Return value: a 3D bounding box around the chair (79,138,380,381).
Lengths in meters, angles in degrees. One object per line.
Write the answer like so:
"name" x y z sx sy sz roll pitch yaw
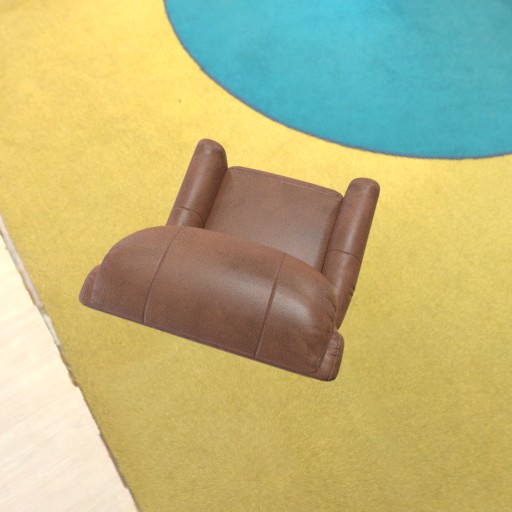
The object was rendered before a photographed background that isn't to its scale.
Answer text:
"chair" 0.000 0.000 1.792 0.838 1.054 1.014 16 64 8
